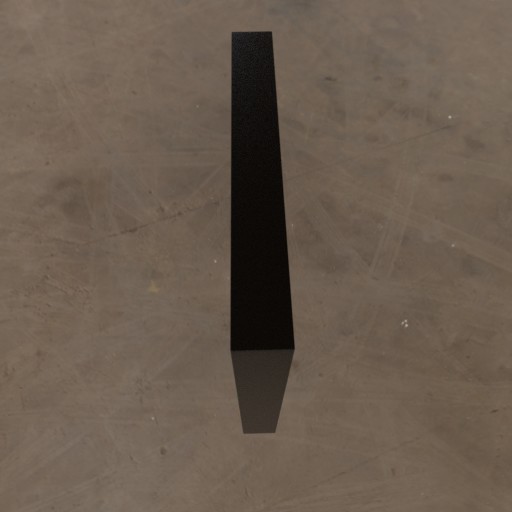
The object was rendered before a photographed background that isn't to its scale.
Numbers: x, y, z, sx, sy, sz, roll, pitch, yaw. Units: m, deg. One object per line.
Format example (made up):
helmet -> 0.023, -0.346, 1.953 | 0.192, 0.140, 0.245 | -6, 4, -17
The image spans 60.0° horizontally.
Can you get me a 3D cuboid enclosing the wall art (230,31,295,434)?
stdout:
wall art -> 0.000, 0.000, 0.457 | 0.037, 0.299, 0.299 | -1, 60, -1
